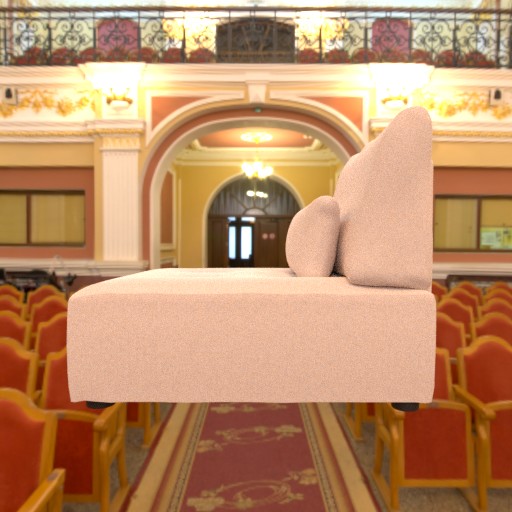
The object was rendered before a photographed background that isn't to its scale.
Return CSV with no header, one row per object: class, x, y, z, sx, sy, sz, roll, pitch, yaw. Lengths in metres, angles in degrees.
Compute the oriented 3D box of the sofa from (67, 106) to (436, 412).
sofa,0.000,0.000,1.514,1.000,0.820,0.700,0,1,0
